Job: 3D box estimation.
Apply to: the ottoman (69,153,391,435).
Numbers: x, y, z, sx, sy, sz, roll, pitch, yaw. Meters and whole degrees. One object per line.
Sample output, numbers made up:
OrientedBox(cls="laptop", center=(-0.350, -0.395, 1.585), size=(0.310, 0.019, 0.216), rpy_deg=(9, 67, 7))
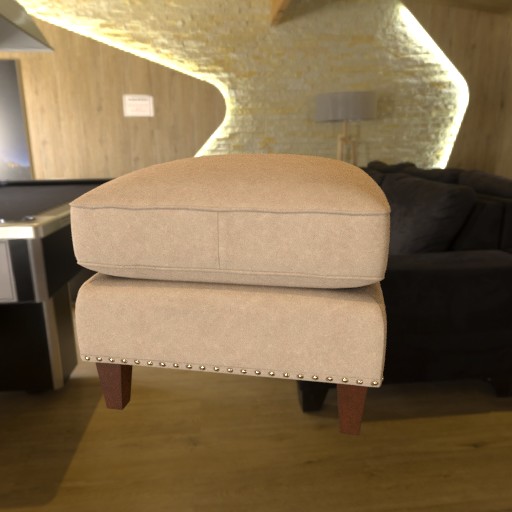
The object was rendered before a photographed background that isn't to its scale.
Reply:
OrientedBox(cls="ottoman", center=(0.000, 0.000, 1.138), size=(0.584, 0.513, 0.741), rpy_deg=(2, 14, 10))
